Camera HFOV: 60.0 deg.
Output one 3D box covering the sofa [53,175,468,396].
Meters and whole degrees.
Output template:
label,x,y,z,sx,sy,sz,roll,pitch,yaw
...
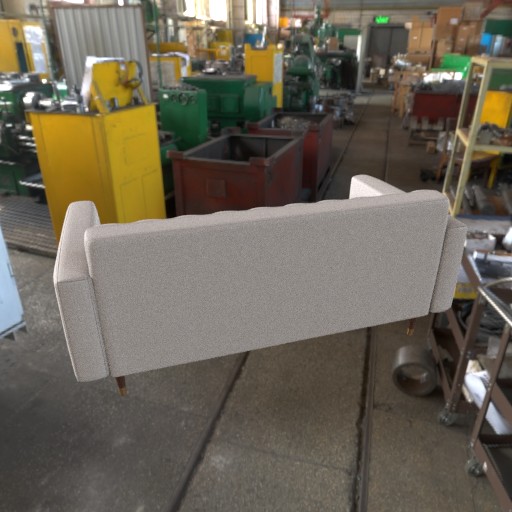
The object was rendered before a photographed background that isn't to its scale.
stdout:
label,x,y,z,sx,sy,sz,roll,pitch,yaw
sofa,0.000,0.000,2.397,1.895,0.814,0.969,-8,27,-16
